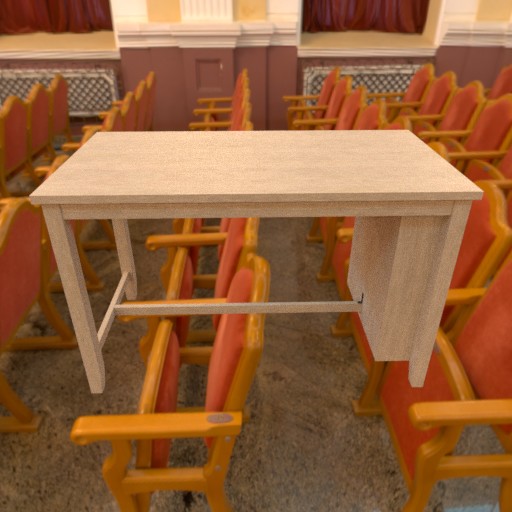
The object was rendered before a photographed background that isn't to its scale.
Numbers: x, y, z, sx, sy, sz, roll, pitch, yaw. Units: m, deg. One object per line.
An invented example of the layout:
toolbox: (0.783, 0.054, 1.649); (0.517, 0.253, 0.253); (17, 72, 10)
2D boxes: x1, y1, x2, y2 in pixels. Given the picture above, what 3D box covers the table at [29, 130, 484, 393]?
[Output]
table: (0.000, 0.000, 1.897); (1.397, 0.874, 0.729); (-1, 31, -1)
